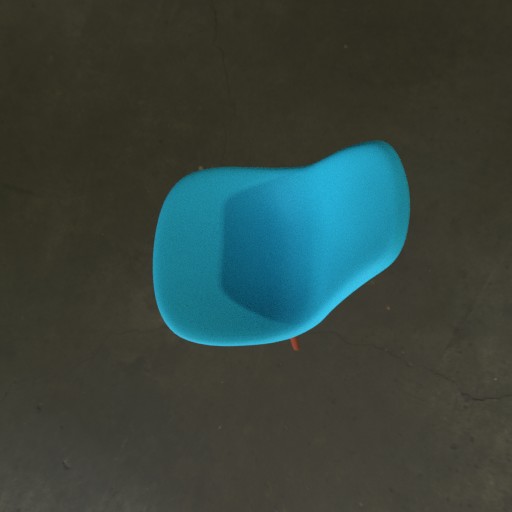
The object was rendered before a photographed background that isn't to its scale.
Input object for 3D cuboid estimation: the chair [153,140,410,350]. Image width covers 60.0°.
[{"bbox_3d":[0.000,0.000,1.168,0.533,0.826,0.470,0,75,0],"label":"chair"}]
